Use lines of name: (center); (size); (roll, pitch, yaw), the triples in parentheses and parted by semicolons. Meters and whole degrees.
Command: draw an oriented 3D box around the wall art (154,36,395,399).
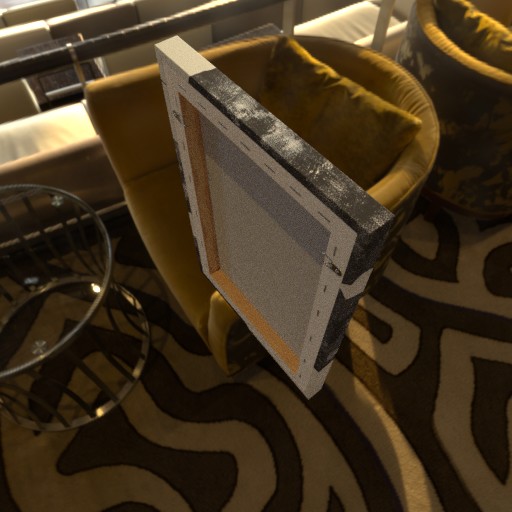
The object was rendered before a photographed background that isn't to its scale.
wall art: (0.000, 0.000, 0.784); (0.039, 0.610, 0.407); (-34, 63, -20)
